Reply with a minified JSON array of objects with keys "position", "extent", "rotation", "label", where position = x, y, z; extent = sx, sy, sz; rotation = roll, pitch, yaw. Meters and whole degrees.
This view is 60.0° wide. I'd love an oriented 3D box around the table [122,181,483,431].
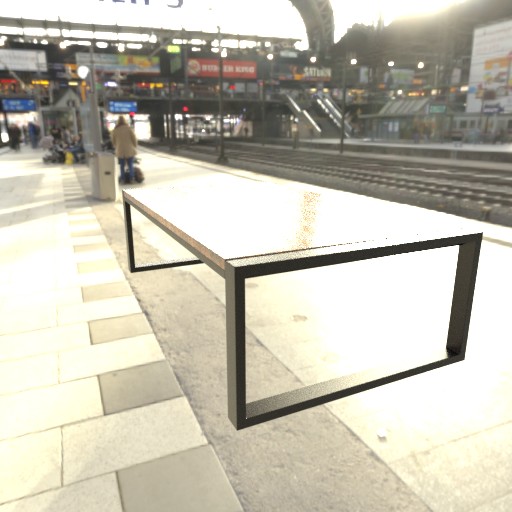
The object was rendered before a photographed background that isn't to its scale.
[{"position":[0.000,0.000,1.712],"extent":[0.750,0.400,1.350],"rotation":[-8,18,-25],"label":"table"}]
